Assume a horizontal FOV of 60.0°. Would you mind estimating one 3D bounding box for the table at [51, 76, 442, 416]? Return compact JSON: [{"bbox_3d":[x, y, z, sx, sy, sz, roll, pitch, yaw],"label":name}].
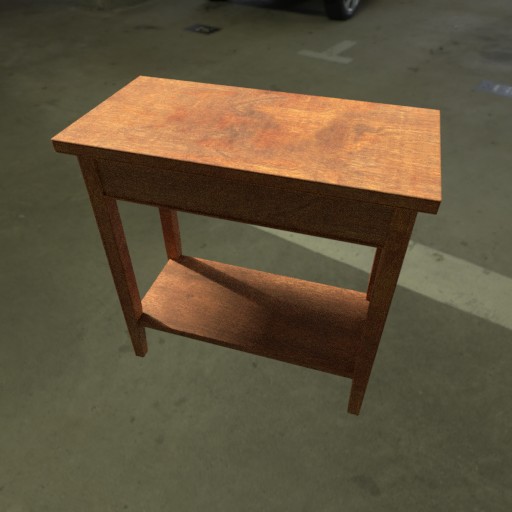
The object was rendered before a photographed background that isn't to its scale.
[{"bbox_3d":[0.000,0.000,0.967,0.610,0.610,0.305,11,43,13],"label":"table"}]
